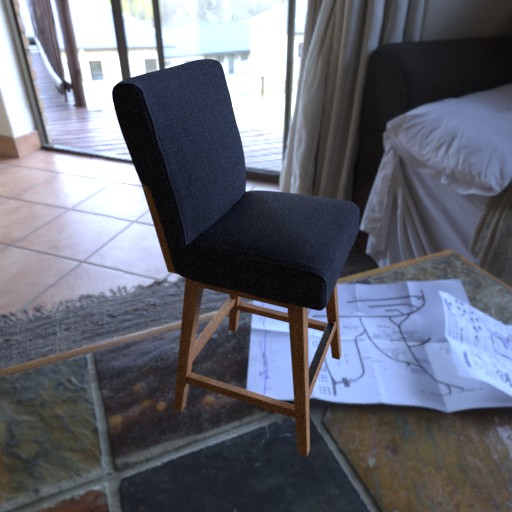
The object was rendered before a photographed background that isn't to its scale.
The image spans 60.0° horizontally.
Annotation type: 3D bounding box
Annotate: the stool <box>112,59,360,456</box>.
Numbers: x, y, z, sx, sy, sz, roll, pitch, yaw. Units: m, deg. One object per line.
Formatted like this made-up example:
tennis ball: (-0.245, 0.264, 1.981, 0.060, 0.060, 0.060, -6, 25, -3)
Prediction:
stool: (0.000, 0.000, 1.305, 0.526, 1.010, 0.459, 12, 33, 19)
